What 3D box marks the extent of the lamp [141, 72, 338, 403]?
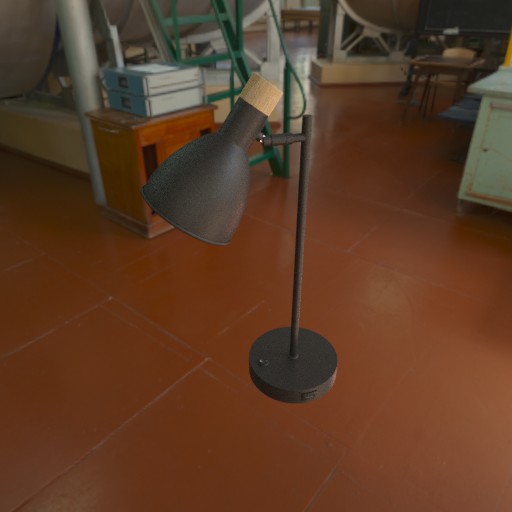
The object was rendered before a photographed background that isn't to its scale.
[{"bbox_3d":[0.000,0.000,0.623,0.287,0.483,0.152,-9,33,-14],"label":"lamp"}]
